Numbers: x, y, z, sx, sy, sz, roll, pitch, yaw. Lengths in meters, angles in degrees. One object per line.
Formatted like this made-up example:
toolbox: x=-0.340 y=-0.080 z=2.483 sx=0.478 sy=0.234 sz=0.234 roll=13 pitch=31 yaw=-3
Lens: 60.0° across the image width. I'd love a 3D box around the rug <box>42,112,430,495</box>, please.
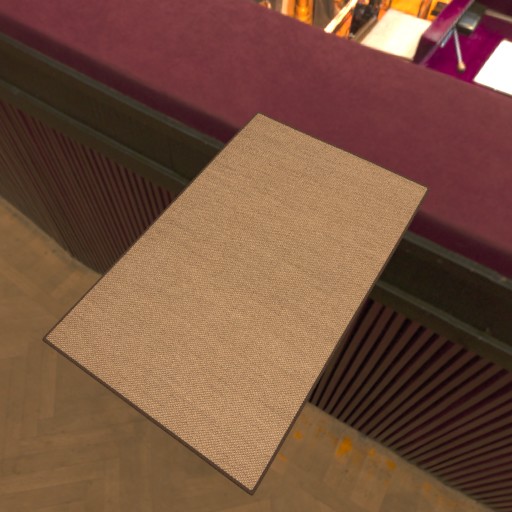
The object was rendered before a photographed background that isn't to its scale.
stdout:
rug: x=0.000 y=0.000 z=2.075 sx=1.067 sy=0.013 sz=1.676 roll=29 pitch=63 yaw=17
